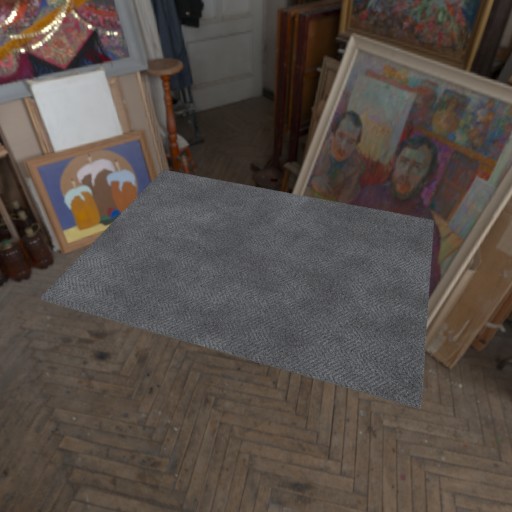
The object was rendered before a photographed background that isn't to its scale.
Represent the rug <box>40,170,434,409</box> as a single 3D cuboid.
[{"bbox_3d":[0.000,0.000,2.984,2.235,0.008,1.600,13,43,14],"label":"rug"}]
